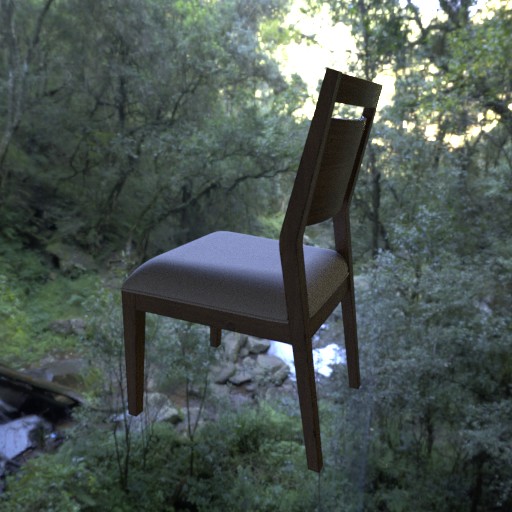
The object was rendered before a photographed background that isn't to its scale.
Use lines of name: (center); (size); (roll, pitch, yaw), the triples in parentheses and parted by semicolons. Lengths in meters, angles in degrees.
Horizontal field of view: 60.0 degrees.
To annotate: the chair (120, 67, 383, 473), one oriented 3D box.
chair: (0.000, 0.000, 1.270); (0.610, 0.939, 0.497); (8, 19, 25)
